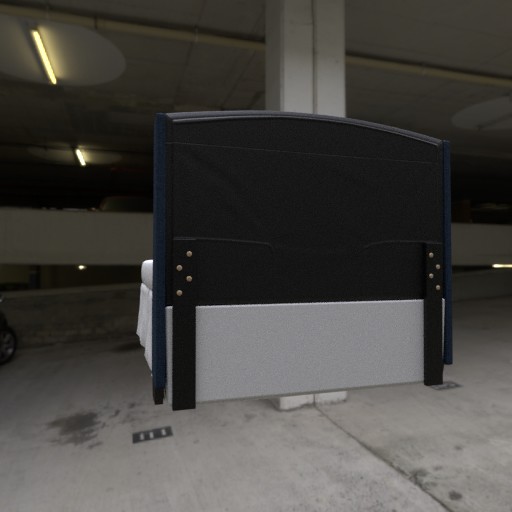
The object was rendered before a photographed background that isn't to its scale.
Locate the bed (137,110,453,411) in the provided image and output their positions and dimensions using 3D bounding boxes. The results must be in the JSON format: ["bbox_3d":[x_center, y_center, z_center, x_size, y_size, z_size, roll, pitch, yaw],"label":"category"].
[{"bbox_3d":[0.000,0.000,3.230,1.604,1.402,2.223,0,-1,-17],"label":"bed"}]
